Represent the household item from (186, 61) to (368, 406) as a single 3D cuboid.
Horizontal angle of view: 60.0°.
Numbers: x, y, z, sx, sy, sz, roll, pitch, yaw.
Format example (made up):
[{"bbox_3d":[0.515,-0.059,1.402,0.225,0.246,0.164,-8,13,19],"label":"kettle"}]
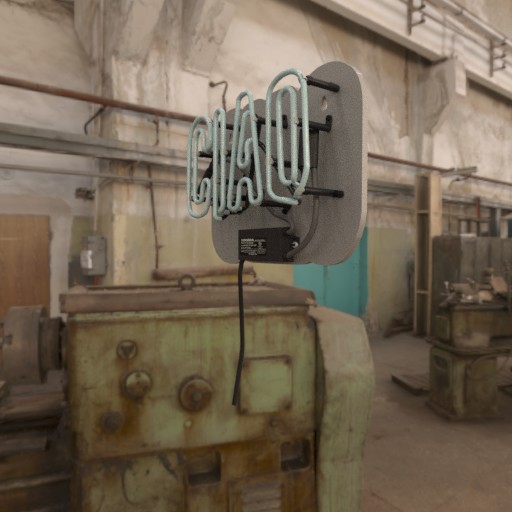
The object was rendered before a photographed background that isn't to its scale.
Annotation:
[{"bbox_3d":[0.000,0.000,0.386,0.042,0.294,0.211,-1,1,-35],"label":"household item"}]
